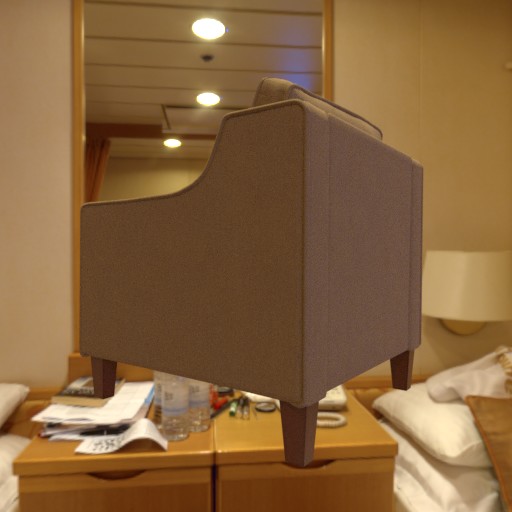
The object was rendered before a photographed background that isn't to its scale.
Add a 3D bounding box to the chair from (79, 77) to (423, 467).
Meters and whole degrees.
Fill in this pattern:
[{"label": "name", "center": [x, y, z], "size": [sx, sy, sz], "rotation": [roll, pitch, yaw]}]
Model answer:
[{"label": "chair", "center": [0.000, 0.000, 1.562], "size": [0.909, 0.960, 0.831], "rotation": [0, 0, 37]}]
